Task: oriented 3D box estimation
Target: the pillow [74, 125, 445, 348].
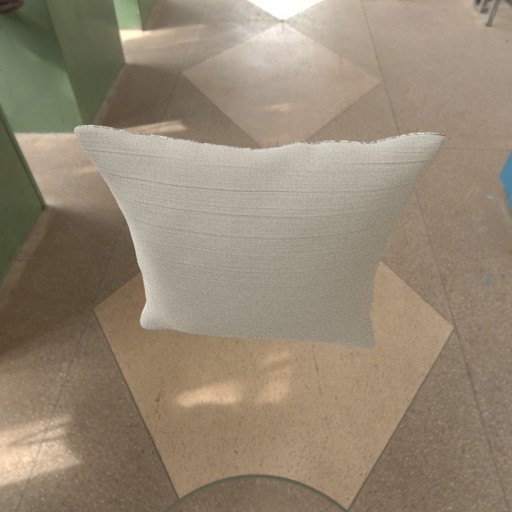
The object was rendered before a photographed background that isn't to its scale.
[{"bbox_3d":[0.000,0.000,0.721,0.470,0.464,0.175,3,48,3],"label":"pillow"}]
